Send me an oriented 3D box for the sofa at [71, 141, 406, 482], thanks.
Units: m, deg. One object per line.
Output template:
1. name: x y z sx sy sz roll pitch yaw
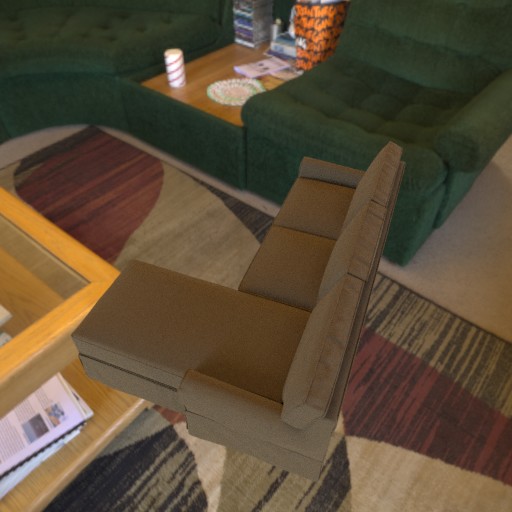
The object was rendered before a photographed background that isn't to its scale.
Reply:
1. sofa: 0.000 0.000 3.299 1.733 0.978 2.475 15 48 15
